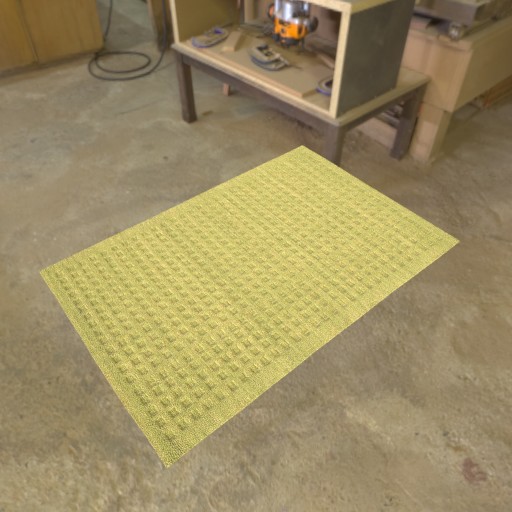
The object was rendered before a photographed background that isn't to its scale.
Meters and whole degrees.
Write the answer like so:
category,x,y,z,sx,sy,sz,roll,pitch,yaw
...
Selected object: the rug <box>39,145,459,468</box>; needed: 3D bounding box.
category,x,y,z,sx,sy,sz,roll,pitch,yaw
rug,0.000,0.000,2.885,2.297,0.007,1.529,-31,53,-26
